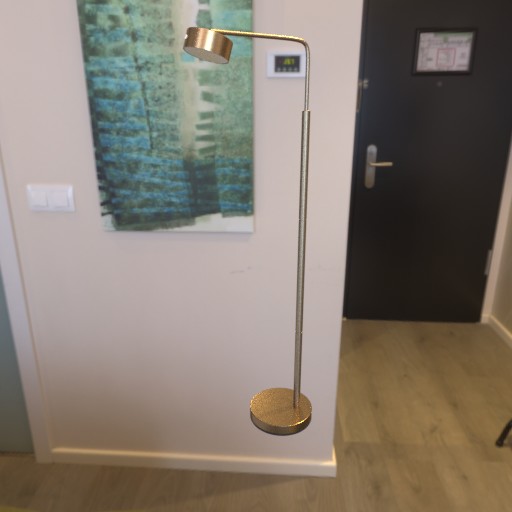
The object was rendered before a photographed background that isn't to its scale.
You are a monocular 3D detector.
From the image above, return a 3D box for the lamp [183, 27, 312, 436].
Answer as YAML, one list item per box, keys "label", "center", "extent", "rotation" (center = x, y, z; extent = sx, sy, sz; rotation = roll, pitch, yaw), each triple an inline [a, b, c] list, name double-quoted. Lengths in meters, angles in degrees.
- label: "lamp"
  center: [0.000, 0.000, 1.361]
  extent: [0.418, 1.230, 0.219]
  rotation: [-9, 20, -25]
